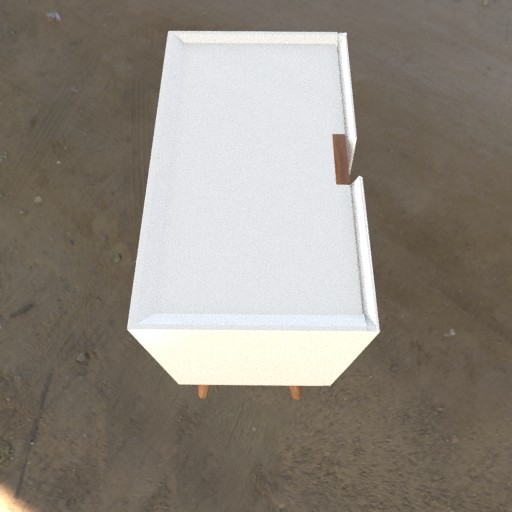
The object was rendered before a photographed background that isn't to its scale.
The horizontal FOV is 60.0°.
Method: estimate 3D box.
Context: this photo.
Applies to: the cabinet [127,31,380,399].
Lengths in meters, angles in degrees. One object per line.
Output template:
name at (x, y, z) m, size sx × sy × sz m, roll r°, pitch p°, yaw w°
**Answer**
cabinet at (0.000, 0.000, 1.074) m, size 0.344 × 0.772 × 0.591 m, roll 1°, pitch 65°, yaw 0°
